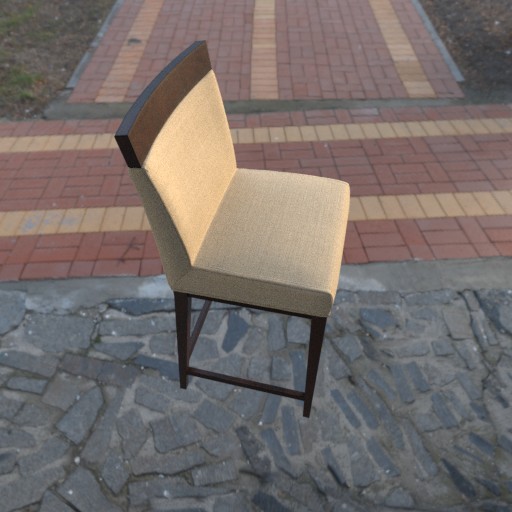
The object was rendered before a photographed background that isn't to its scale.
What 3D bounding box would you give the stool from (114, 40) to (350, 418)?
[{"bbox_3d":[0.000,0.000,1.429,0.531,1.117,0.511,10,47,9],"label":"stool"}]
